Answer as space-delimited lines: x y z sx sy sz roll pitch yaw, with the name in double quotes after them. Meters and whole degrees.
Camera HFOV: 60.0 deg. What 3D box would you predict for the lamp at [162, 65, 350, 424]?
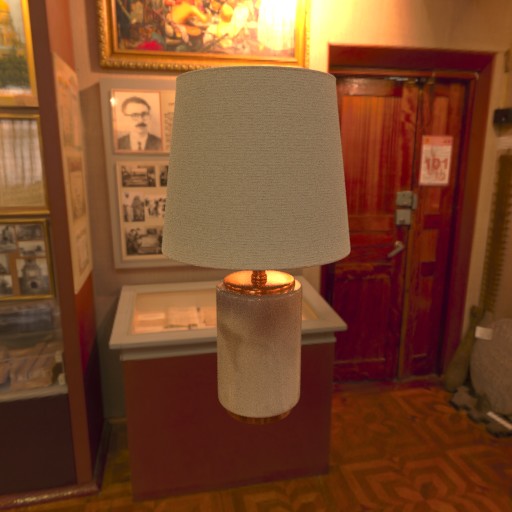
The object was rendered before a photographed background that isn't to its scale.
0.000 0.000 0.457 0.189 0.340 0.189 0 13 0 "lamp"
